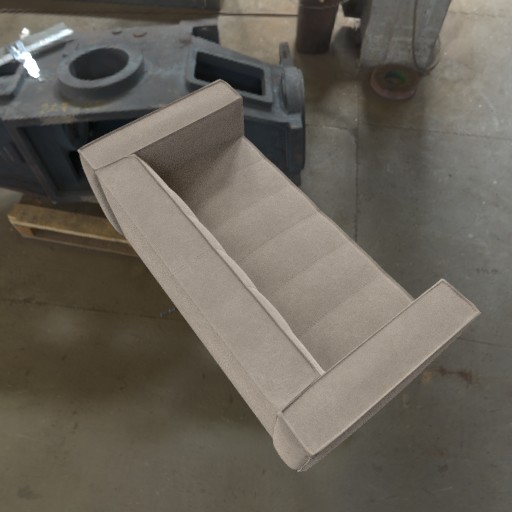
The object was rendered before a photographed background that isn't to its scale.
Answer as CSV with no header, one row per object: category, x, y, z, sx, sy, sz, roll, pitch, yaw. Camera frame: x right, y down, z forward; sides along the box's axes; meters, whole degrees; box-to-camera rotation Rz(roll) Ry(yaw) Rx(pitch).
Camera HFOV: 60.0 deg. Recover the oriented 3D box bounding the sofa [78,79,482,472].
sofa,0.000,0.000,2.453,1.038,0.680,1.995,-33,65,-18
